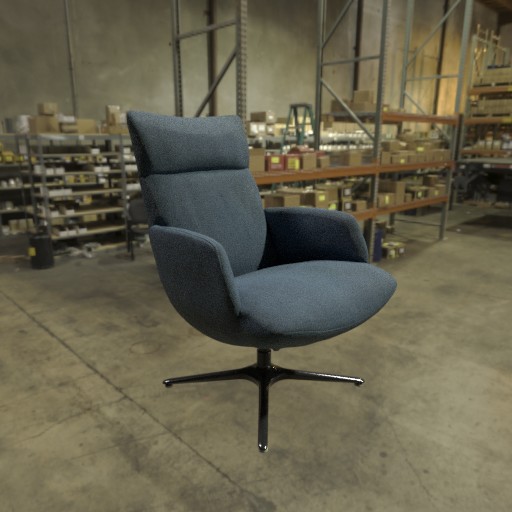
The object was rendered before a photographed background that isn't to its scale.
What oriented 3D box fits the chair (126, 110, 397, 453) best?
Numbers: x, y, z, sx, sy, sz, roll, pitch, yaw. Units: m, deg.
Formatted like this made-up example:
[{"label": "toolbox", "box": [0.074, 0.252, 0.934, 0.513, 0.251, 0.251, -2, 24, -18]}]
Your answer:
[{"label": "chair", "box": [0.000, 0.000, 1.608, 0.711, 1.016, 0.889, -14, 21, -43]}]
